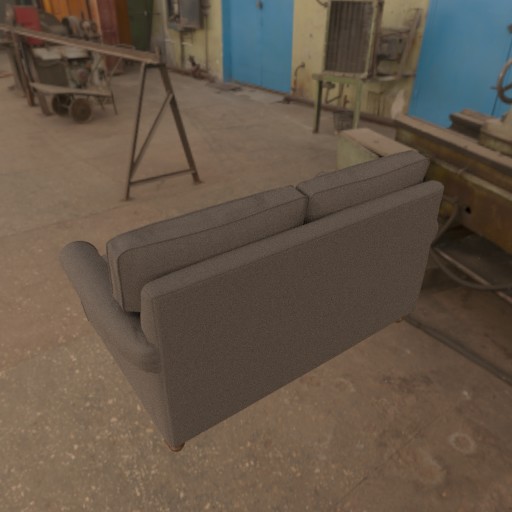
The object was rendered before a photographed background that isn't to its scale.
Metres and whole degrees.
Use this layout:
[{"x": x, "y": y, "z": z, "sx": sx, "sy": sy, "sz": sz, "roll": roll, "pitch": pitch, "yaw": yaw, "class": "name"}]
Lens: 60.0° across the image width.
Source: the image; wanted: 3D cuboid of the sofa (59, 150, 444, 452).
[{"x": 0.000, "y": 0.000, "z": 2.168, "sx": 1.665, "sy": 0.937, "sz": 0.964, "roll": -20, "pitch": 37, "yaw": -30, "class": "sofa"}]
